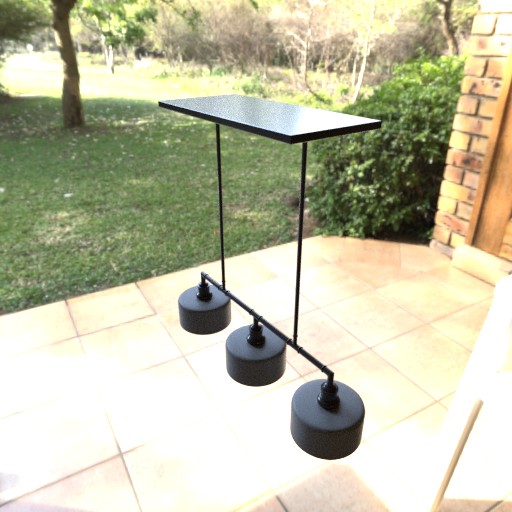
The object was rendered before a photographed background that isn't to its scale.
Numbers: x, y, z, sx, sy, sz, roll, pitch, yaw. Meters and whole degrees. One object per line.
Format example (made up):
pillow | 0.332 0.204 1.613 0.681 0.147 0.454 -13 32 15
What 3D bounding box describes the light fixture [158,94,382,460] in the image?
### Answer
light fixture | 0.000 0.000 0.877 0.177 0.557 0.582 -18 32 -32
